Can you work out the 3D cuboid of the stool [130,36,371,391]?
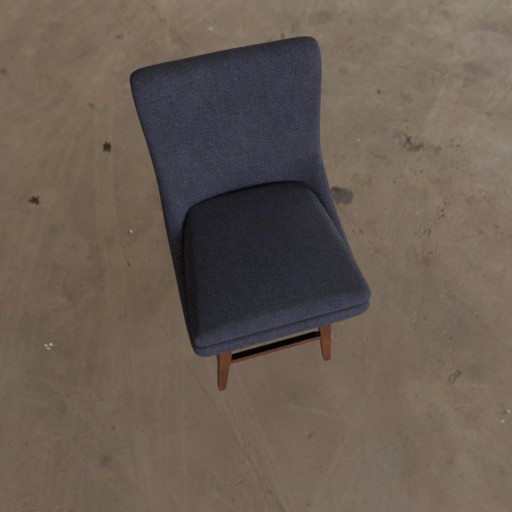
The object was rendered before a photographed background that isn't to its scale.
[{"bbox_3d":[0.000,0.000,1.363,0.489,1.068,0.572,-14,65,-7],"label":"stool"}]
